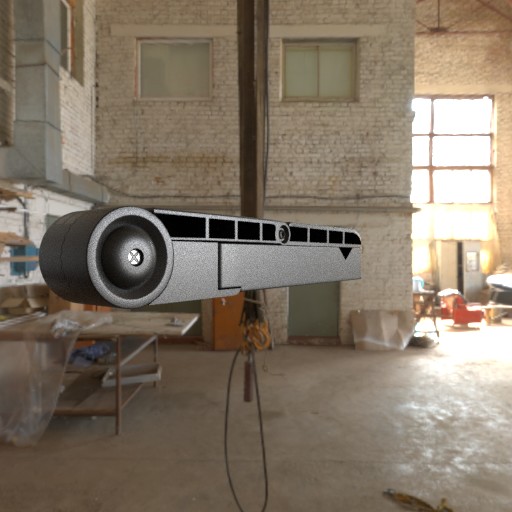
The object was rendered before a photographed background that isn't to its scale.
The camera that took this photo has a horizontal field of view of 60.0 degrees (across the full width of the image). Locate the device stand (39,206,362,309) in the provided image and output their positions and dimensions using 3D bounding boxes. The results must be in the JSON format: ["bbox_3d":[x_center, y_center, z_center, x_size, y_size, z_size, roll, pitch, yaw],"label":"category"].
[{"bbox_3d":[0.000,0.000,0.193,0.026,0.030,0.179,0,0,37],"label":"device stand"}]
